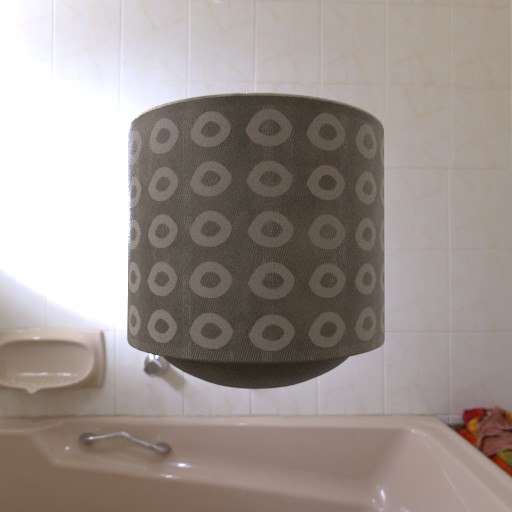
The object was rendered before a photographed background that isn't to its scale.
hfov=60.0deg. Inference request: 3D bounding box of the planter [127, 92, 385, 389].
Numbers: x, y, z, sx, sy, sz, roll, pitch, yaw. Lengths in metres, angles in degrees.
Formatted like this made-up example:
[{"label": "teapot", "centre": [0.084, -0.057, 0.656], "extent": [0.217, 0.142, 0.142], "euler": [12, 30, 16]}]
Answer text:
[{"label": "planter", "centre": [0.000, 0.000, 0.341], "extent": [0.190, 0.181, 0.190], "euler": [0, -1, 0]}]
